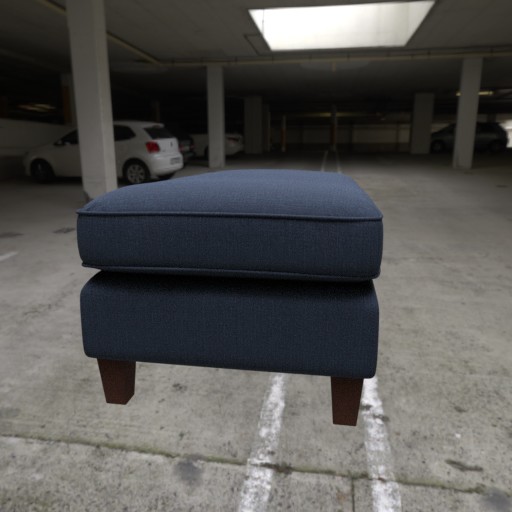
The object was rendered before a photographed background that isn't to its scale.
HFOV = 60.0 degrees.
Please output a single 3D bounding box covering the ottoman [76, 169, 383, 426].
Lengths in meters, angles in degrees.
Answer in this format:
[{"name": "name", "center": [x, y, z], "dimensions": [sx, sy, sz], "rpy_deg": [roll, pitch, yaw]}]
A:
[{"name": "ottoman", "center": [0.000, 0.000, 1.182], "dimensions": [0.570, 0.438, 0.885], "rpy_deg": [2, 13, 9]}]
